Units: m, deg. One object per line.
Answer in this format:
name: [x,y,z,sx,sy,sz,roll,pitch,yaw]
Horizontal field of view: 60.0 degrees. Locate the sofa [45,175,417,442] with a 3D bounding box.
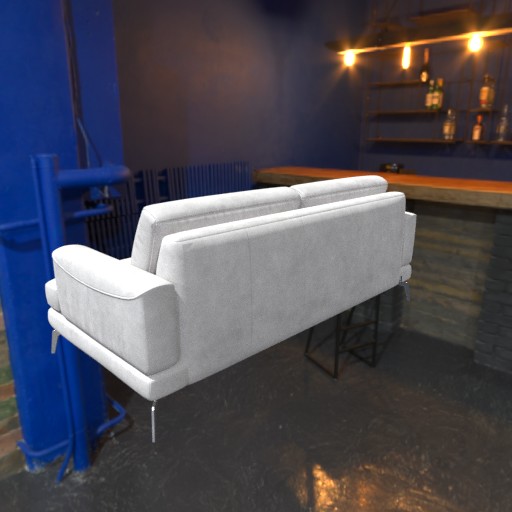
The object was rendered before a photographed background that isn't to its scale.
sofa: [0.000,0.000,2.497,2.013,0.830,0.980,-15,22,-43]
